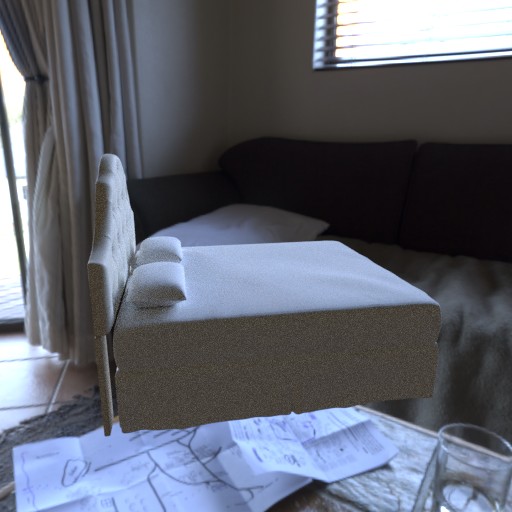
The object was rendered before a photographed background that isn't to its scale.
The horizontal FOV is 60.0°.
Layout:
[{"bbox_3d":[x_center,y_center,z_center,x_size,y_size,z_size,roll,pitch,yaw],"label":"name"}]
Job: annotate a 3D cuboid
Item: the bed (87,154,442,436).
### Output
[{"bbox_3d":[0.000,0.000,3.563,2.214,1.615,2.008,-3,15,-10],"label":"bed"}]
